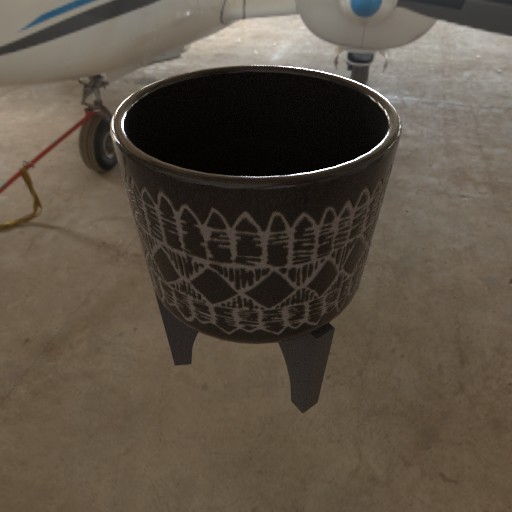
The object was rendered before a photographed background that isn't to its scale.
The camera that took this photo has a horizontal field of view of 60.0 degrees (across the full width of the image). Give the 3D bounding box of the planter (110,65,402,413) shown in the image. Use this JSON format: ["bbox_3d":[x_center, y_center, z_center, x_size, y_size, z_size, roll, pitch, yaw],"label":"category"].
[{"bbox_3d":[0.000,0.000,0.389,0.196,0.264,0.196,-26,47,-27],"label":"planter"}]
